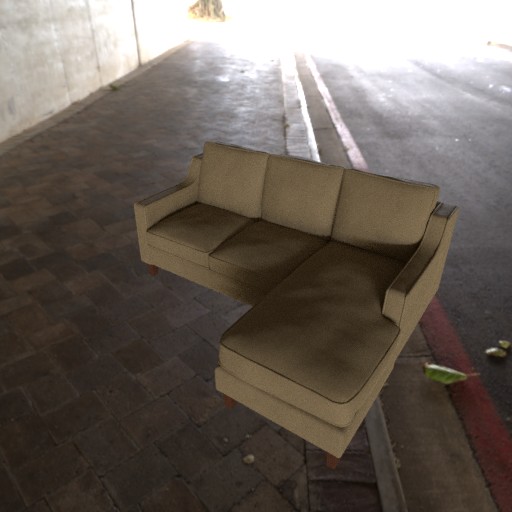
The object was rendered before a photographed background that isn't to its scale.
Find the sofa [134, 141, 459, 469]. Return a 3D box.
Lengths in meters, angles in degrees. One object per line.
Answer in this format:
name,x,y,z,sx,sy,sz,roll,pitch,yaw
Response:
sofa,0.000,0.000,3.231,2.317,1.066,1.858,20,36,29
